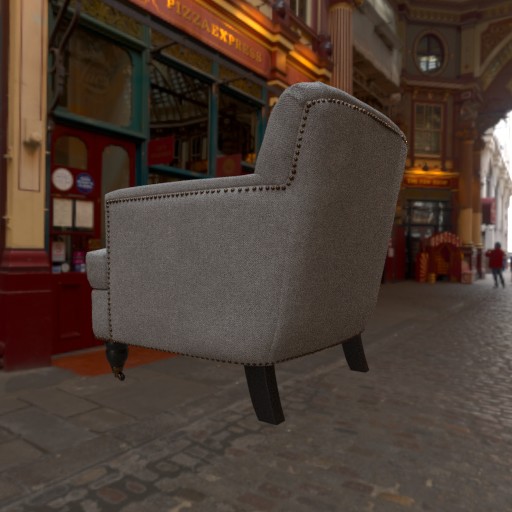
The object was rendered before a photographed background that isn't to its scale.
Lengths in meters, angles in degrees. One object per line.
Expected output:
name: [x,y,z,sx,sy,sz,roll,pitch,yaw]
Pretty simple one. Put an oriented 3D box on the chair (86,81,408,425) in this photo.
chair: [0.000,0.000,1.496,0.902,0.823,0.737,0,1,35]
